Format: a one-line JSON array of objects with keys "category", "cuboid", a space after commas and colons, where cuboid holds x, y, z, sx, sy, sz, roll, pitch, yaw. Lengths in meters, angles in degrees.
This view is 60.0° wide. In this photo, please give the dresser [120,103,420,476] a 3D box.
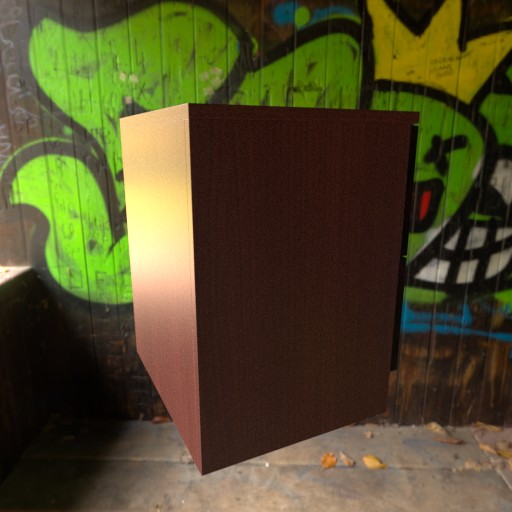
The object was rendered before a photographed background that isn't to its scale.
[{"category": "dresser", "cuboid": [0.000, 0.000, 0.778, 0.360, 0.470, 0.400, -7, 16, -26]}]
